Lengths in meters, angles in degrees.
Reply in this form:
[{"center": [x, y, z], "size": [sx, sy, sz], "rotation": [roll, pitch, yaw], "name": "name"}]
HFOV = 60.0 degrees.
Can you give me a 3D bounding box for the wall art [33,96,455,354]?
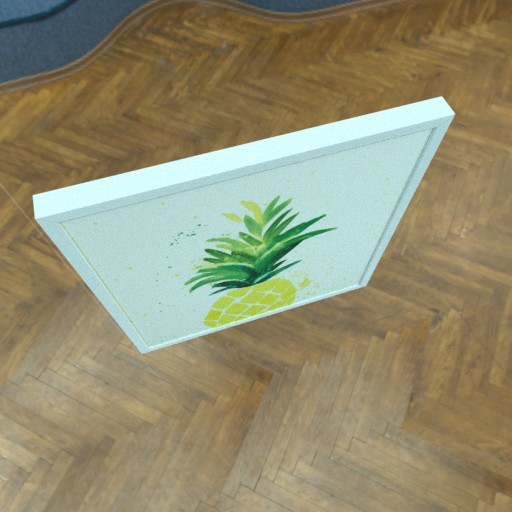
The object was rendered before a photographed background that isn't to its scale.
[{"center": [0.000, 0.000, 0.449], "size": [0.307, 0.307, 0.020], "rotation": [-16, 63, -8], "name": "wall art"}]
